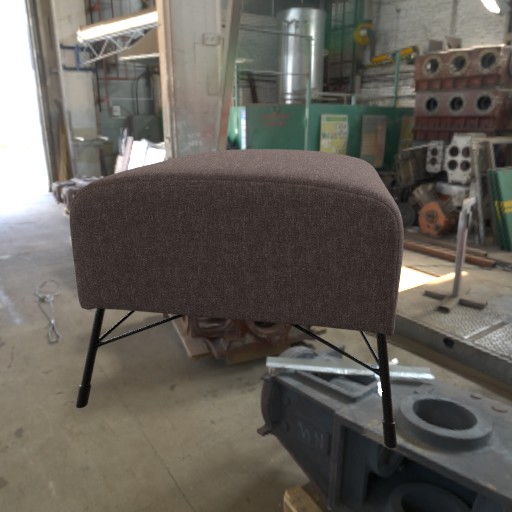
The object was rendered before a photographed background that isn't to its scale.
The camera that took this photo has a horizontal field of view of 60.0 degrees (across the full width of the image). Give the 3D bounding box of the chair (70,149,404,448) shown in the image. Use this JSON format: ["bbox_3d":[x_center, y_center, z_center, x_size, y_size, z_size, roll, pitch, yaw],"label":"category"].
[{"bbox_3d":[0.000,0.000,0.895,0.530,0.410,0.530,3,17,10],"label":"chair"}]
